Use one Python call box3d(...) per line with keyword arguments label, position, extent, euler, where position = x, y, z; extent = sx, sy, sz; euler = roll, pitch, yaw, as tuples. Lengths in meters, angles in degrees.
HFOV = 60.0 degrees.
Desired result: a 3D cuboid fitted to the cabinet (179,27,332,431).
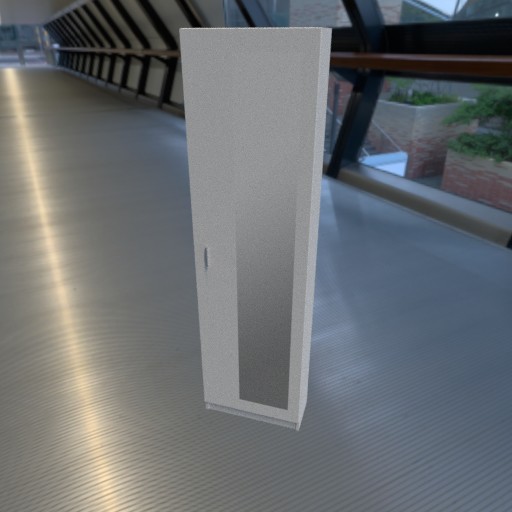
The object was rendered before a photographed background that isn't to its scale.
box3d(label="cabinet", position=(0.000, 0.000, 1.959), extent=(0.500, 1.790, 0.230), euler=(8, 27, 15))
